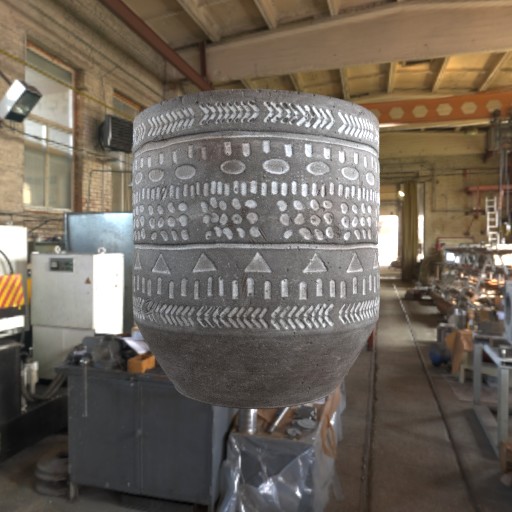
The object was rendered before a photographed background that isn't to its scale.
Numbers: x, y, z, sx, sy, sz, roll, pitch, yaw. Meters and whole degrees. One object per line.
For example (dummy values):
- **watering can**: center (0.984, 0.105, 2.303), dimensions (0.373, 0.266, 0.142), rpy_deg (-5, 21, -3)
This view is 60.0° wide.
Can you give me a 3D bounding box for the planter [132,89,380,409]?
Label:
- **planter**: center (0.000, 0.000, 0.226), dimensions (0.122, 0.128, 0.122), rpy_deg (0, 1, 0)
